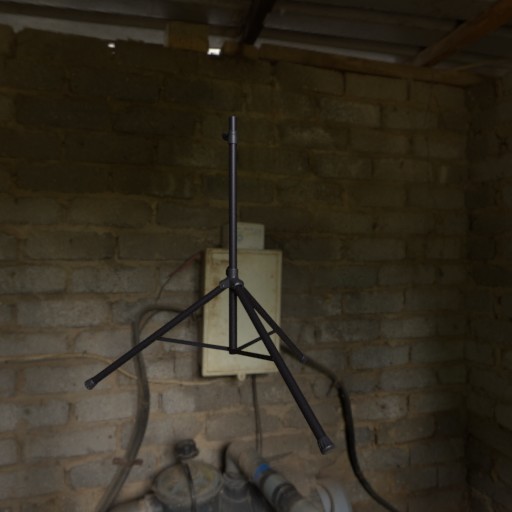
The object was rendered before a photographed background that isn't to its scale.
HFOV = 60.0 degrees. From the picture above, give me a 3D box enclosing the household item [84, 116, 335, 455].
[{"bbox_3d":[0.000,0.000,2.729,1.596,1.595,1.339,1,1,34],"label":"household item"}]
